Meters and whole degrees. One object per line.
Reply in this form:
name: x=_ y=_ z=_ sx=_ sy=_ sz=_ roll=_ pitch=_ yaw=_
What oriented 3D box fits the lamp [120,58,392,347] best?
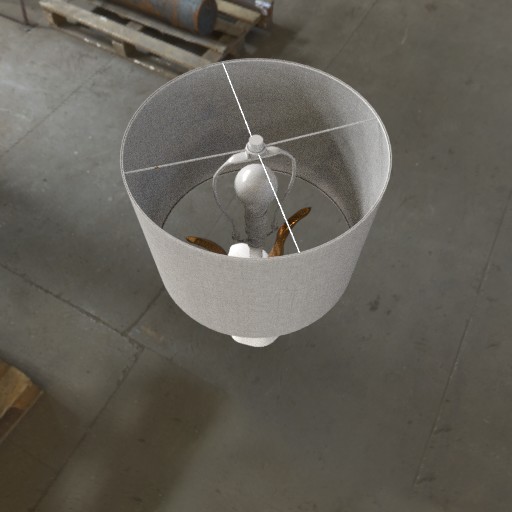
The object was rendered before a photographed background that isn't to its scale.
lamp: x=0.000 y=0.000 z=0.704 sx=0.298 sy=0.503 sz=0.298 roll=-14 pitch=61 yaw=-8
